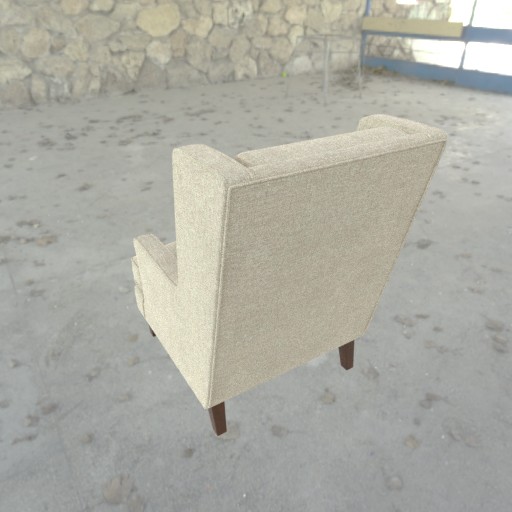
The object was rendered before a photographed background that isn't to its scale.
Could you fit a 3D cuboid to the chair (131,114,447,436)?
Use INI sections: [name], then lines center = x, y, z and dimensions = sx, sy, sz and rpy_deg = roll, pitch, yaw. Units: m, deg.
[chair]
center = 0.000, 0.000, 1.734
dimensions = 0.764, 1.082, 0.948
rpy_deg = -17, 34, -27
